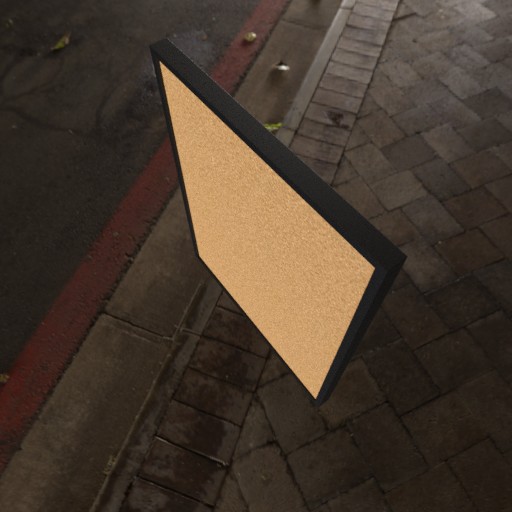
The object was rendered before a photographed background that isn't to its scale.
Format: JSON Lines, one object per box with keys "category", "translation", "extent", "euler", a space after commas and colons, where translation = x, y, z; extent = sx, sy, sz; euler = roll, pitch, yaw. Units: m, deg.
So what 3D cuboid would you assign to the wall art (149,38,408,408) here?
{"category": "wall art", "translation": [0.000, 0.000, 0.765], "extent": [0.029, 0.559, 0.457], "euler": [-33, 64, -19]}
